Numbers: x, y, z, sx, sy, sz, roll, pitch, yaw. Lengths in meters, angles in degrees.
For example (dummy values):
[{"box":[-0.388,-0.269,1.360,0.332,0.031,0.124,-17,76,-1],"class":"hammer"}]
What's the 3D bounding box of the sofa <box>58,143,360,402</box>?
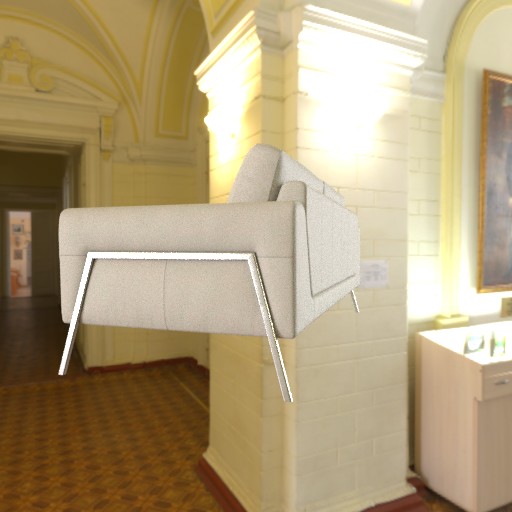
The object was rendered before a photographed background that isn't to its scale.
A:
[{"box":[0.000,0.000,2.497,0.953,0.875,2.017,0,1,19],"class":"sofa"}]
